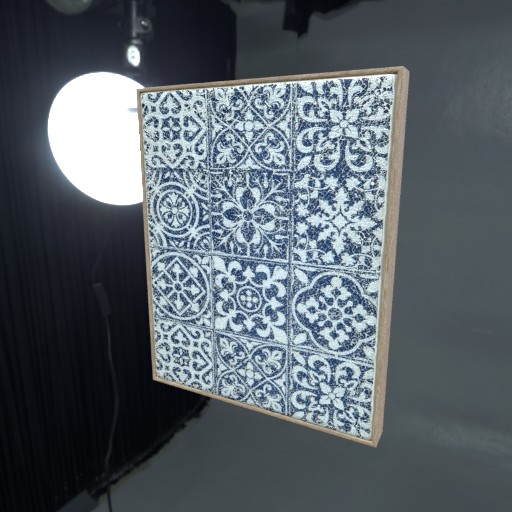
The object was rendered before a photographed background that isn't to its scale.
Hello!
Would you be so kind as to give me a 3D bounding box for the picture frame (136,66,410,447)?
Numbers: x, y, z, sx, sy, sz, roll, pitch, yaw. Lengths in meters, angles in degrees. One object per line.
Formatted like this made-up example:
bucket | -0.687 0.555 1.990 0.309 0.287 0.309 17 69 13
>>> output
picture frame | 0.000 0.000 0.710 0.424 0.526 0.043 7 15 27
